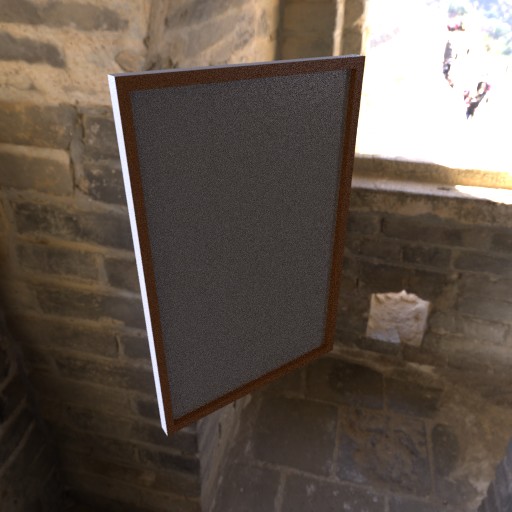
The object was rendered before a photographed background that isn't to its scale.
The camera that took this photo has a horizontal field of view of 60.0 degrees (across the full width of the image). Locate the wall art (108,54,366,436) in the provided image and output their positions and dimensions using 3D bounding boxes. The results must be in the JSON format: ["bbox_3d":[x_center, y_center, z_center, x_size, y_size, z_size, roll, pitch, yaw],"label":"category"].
[{"bbox_3d":[0.000,0.000,0.758,0.405,0.608,0.025,-19,35,-30],"label":"wall art"}]
